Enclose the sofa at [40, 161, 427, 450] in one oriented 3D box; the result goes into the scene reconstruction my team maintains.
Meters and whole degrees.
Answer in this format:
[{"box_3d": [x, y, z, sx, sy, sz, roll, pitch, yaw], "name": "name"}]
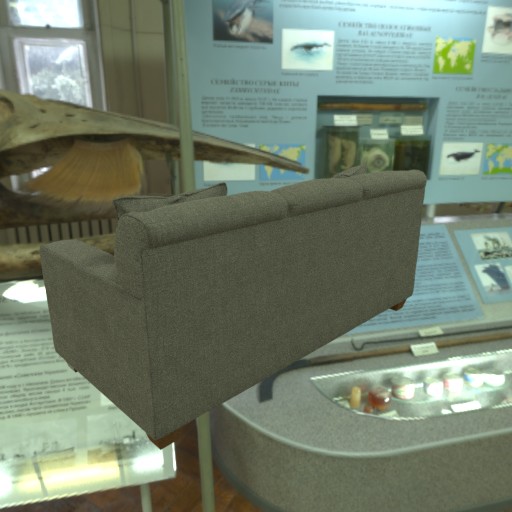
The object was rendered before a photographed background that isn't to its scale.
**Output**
[{"box_3d": [0.000, 0.000, 2.497, 2.024, 0.958, 0.997, -16, 24, -42], "name": "sofa"}]
